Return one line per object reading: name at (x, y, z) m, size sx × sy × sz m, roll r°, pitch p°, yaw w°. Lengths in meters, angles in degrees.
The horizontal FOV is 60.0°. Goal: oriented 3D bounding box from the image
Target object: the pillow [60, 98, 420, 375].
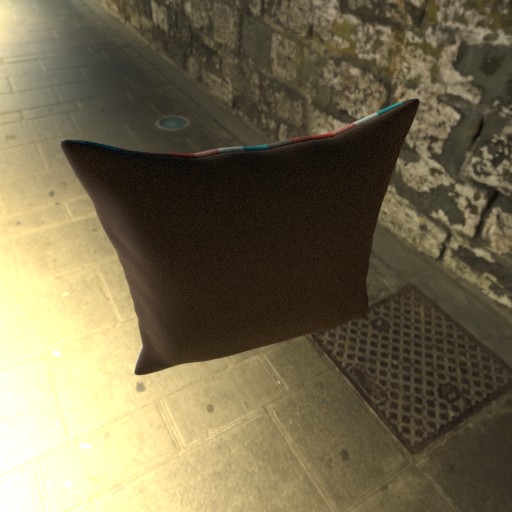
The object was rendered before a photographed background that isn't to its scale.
pillow at (0.000, 0.000, 0.682) m, size 0.453 × 0.443 × 0.168 m, roll -11°, pitch 42°, yaw -12°
